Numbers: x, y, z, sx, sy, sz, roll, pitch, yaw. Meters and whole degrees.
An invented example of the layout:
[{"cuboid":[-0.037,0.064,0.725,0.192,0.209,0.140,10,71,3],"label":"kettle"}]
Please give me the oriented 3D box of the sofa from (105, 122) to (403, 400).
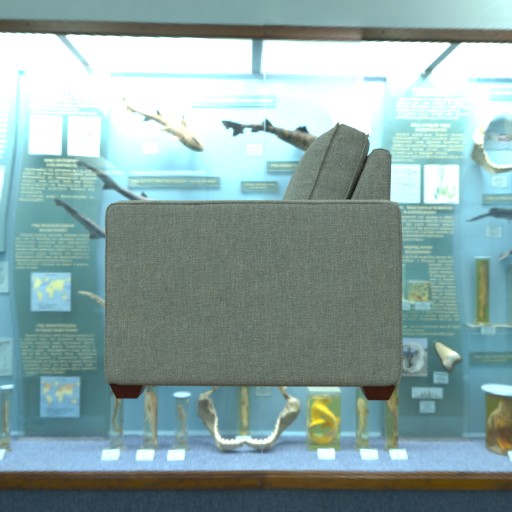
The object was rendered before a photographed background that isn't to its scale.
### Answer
[{"cuboid":[0.000,0.000,2.192,0.945,0.915,1.706,0,-1,1],"label":"sofa"}]
